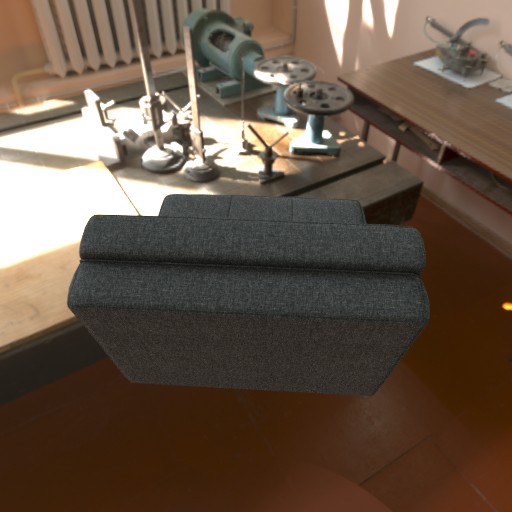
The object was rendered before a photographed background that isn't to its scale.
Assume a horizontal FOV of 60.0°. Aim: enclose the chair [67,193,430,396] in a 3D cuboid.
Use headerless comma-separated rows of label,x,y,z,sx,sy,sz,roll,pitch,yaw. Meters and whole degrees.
chair,0.000,0.000,1.303,0.740,0.615,0.800,2,44,2
